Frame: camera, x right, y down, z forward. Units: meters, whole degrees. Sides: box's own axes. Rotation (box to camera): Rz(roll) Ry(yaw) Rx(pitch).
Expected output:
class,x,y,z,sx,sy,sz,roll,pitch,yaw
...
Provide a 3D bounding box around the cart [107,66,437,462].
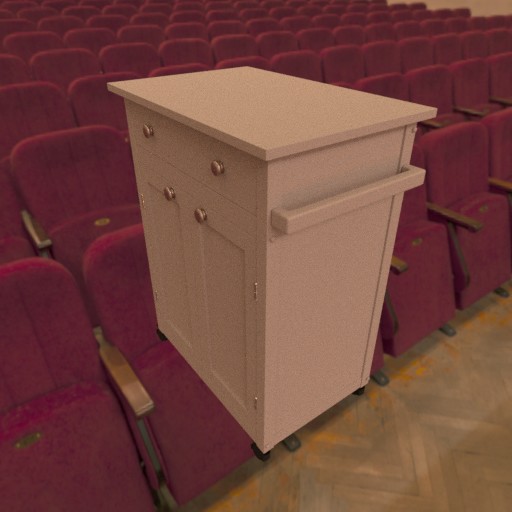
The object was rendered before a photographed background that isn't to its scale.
class,x,y,z,sx,sy,sz,roll,pitch,yaw
cart,0.000,0.000,1.238,0.442,0.864,0.683,-21,38,-31
